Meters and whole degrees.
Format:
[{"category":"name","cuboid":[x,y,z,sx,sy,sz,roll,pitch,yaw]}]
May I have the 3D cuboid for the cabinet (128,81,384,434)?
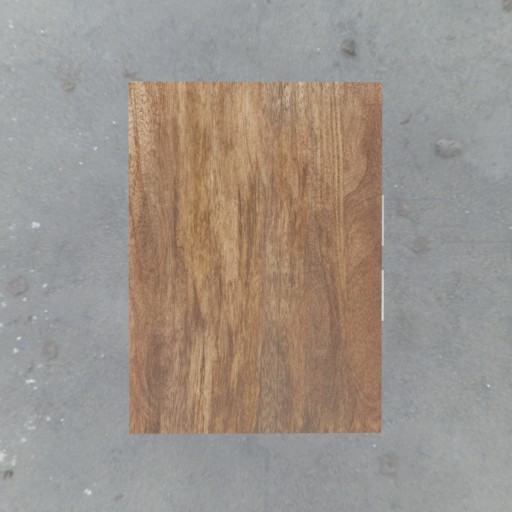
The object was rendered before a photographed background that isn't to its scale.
[{"category":"cabinet","cuboid":[0.000,0.000,1.193,0.473,0.758,0.647,0,91,-1]}]
